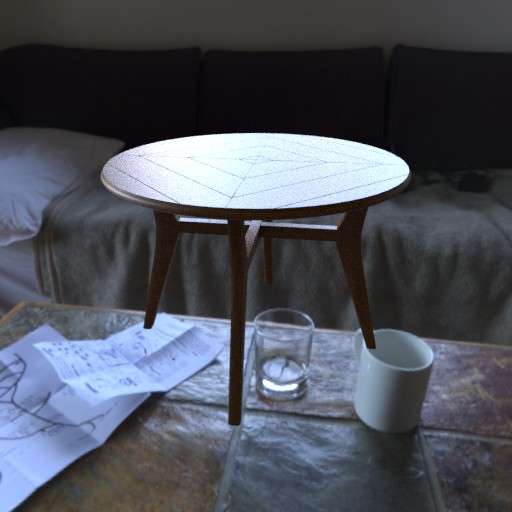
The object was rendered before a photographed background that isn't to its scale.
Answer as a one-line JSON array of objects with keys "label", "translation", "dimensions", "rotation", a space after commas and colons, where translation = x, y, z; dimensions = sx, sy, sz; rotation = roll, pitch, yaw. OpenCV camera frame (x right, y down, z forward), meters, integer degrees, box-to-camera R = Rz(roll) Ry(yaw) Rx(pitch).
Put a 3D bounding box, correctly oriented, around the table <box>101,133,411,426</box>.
[{"label": "table", "translation": [0.000, 0.000, 1.735], "dimensions": [1.055, 0.757, 1.055], "rotation": [0, 26, 0]}]
